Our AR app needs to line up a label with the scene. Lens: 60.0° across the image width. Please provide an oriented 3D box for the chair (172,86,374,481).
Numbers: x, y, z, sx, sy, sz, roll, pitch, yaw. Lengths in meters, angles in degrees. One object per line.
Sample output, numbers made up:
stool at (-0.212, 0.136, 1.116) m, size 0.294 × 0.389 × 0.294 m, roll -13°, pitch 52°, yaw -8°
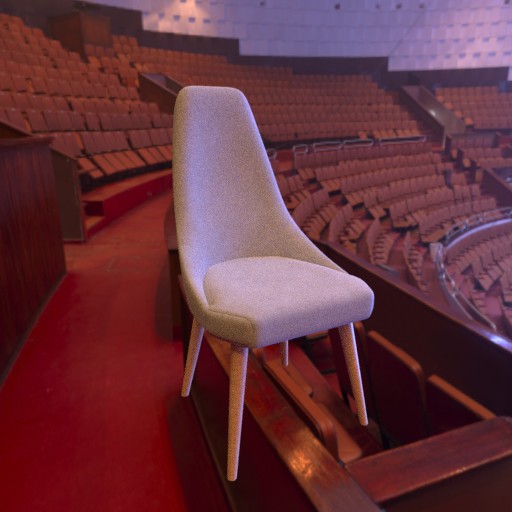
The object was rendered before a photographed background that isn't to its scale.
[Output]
chair at (0.000, 0.000, 1.393) m, size 0.510 × 1.040 × 0.660 m, roll -9°, pitch 19°, yaw -28°
